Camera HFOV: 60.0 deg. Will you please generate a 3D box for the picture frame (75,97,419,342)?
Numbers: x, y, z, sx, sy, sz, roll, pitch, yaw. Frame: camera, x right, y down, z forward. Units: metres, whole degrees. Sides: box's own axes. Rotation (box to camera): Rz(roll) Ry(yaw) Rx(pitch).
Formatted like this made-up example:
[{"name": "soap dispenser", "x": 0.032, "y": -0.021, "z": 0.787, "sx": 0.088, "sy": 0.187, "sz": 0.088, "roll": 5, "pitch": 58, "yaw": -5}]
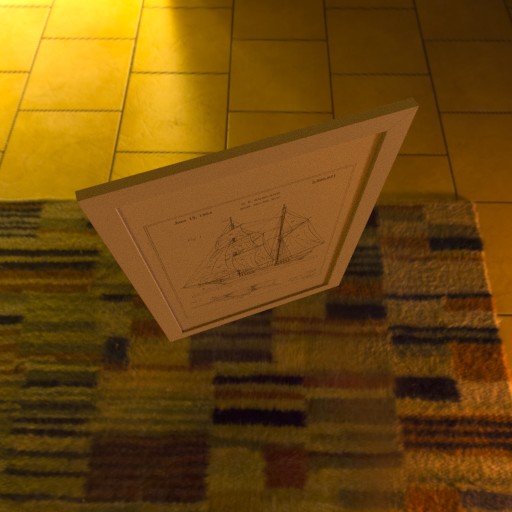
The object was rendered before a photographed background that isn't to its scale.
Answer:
[{"name": "picture frame", "x": 0.000, "y": 0.000, "z": 0.609, "sx": 0.326, "sy": 0.459, "sz": 0.011, "roll": -18, "pitch": 66, "yaw": -8}]
